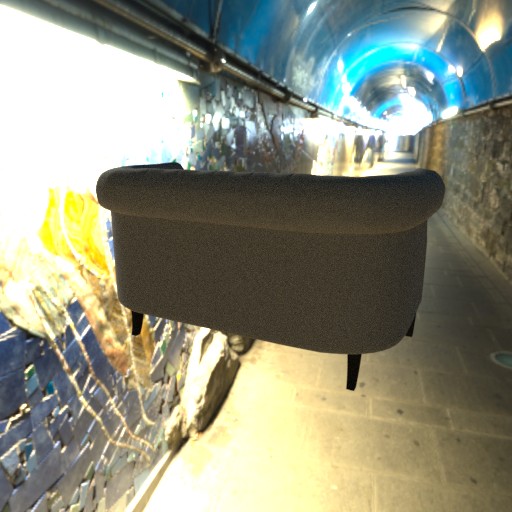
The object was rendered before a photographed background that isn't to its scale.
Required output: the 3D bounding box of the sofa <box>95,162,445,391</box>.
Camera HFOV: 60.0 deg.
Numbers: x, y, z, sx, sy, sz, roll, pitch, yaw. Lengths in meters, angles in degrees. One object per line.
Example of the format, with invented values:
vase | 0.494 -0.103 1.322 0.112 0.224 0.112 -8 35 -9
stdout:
sofa | 0.000 0.000 2.091 1.558 0.827 0.835 7 16 26
